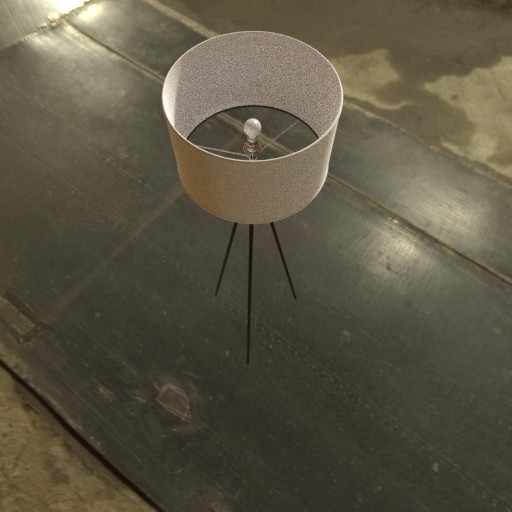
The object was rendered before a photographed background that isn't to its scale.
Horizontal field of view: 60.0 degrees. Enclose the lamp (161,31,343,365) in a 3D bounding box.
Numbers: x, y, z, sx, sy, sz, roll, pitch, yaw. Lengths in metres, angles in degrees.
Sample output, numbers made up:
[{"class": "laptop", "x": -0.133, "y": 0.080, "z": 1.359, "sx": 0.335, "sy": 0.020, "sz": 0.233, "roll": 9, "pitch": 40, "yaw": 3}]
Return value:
[{"class": "lamp", "x": 0.000, "y": 0.000, "z": 1.673, "sx": 0.448, "sy": 1.545, "sz": 0.458, "roll": -1, "pitch": 63, "yaw": 0}]
